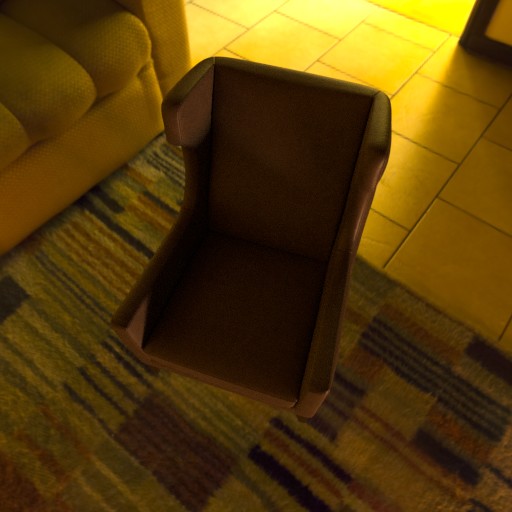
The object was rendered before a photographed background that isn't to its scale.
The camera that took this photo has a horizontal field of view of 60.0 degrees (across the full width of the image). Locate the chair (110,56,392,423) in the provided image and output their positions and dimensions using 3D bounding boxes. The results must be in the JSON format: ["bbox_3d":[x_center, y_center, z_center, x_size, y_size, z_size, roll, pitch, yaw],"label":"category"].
[{"bbox_3d":[0.000,0.000,1.671,0.769,1.079,0.899,16,60,9],"label":"chair"}]
